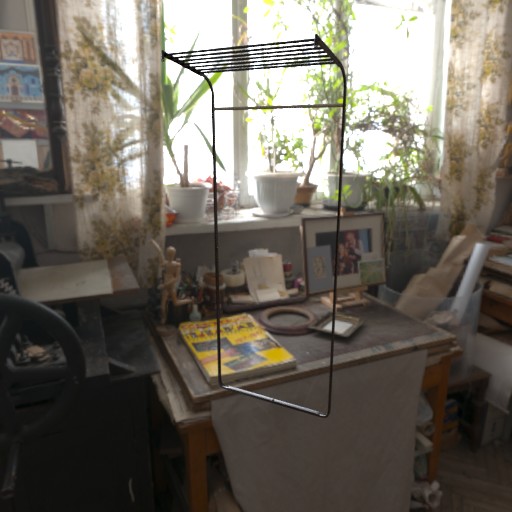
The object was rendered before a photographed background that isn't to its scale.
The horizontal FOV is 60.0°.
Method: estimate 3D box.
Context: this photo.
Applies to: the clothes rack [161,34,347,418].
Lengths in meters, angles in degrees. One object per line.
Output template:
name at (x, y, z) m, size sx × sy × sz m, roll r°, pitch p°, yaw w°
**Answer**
clothes rack at (0.000, 0.000, 1.850) m, size 0.609 × 1.574 × 0.349 m, roll 8°, pitch 17°, yaw 26°
